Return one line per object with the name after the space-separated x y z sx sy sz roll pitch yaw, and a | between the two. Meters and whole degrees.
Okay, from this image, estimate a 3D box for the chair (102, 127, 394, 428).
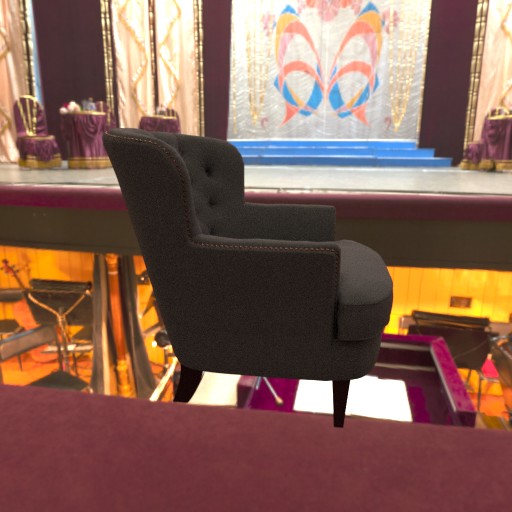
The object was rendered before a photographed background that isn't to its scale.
0.000 0.000 1.561 0.906 0.868 0.848 2 14 9 | chair
